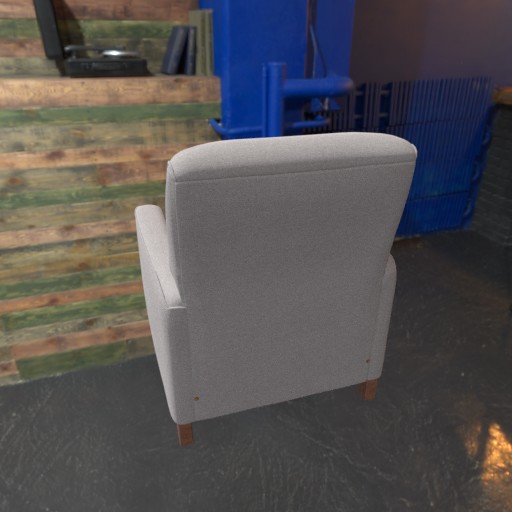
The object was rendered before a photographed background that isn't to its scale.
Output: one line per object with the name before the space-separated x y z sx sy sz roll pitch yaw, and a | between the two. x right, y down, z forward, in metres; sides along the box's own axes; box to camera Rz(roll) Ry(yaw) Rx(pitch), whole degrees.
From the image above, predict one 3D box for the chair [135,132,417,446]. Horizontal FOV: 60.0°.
chair | 0.000 0.000 1.679 0.845 1.023 0.859 -8 27 -16
